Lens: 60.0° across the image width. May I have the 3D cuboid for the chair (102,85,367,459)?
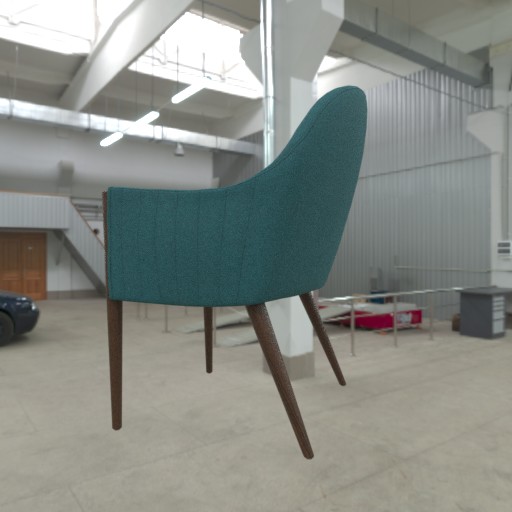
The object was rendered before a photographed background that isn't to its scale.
[{"bbox_3d":[0.000,0.000,1.341,0.652,0.907,0.656,0,0,19],"label":"chair"}]
